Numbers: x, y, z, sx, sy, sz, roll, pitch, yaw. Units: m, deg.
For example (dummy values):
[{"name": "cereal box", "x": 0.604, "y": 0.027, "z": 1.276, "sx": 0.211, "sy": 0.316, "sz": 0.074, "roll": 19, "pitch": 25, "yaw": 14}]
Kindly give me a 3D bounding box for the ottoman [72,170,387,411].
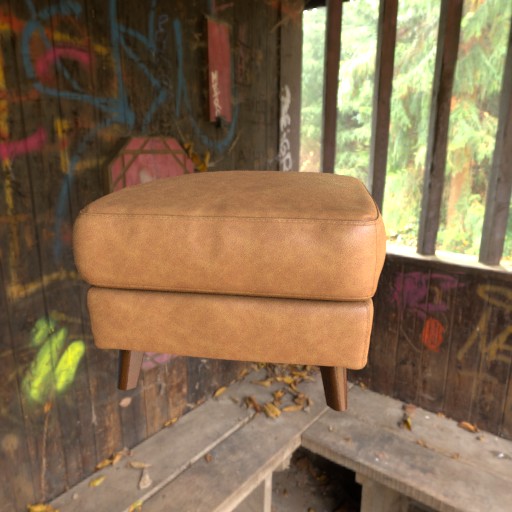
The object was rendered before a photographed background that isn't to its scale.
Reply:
[{"name": "ottoman", "x": 0.000, "y": 0.000, "z": 1.241, "sx": 0.630, "sy": 0.461, "sz": 0.869, "roll": 2, "pitch": 15, "yaw": 9}]
